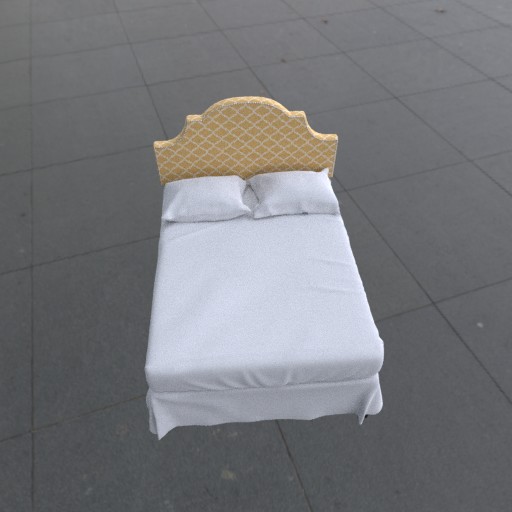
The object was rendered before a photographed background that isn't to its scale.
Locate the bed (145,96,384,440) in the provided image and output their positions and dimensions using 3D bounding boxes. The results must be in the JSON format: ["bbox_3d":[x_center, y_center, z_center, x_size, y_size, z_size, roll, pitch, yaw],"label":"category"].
[{"bbox_3d":[0.000,0.000,3.439,1.780,1.633,2.222,-3,47,-3],"label":"bed"}]
